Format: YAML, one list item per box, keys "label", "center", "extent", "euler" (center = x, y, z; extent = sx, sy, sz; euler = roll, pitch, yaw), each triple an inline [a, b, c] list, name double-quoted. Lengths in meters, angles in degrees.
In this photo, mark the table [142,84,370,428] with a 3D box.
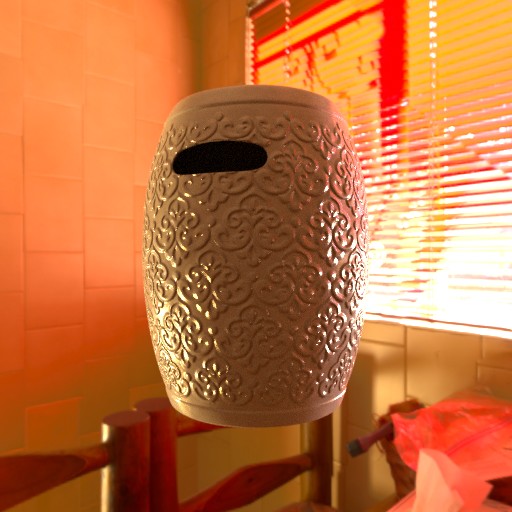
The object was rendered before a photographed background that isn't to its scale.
- label: "table"
  center: [0.000, 0.000, 0.621]
  extent: [0.309, 0.397, 0.309]
  euler: [0, 0, 0]
